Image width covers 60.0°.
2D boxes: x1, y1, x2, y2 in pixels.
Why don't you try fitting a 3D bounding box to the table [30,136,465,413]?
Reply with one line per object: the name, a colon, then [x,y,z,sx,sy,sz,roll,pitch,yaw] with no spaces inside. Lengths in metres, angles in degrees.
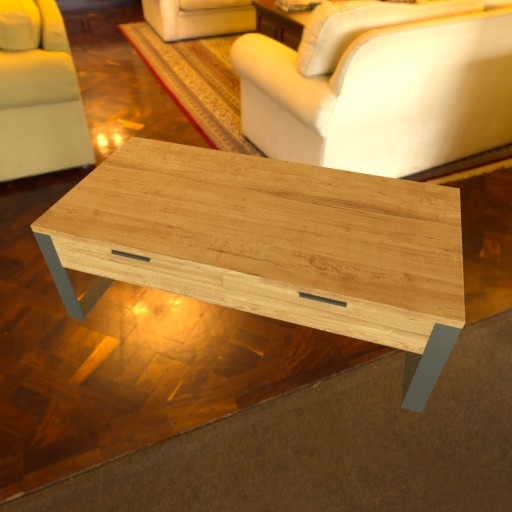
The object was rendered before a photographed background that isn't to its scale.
table: [0.000,0.000,1.476,1.180,0.400,0.590,12,43,13]
